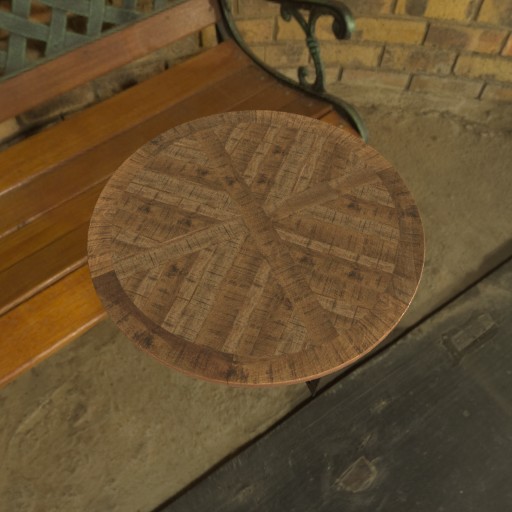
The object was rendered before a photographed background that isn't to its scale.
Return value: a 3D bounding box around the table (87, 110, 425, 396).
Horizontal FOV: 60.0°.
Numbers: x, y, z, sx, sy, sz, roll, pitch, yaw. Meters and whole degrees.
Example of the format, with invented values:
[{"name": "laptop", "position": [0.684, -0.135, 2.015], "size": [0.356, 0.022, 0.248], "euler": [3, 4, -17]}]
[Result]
[{"name": "table", "position": [0.000, 0.000, 1.905], "size": [1.264, 0.516, 1.264], "euler": [0, 57, 0]}]
